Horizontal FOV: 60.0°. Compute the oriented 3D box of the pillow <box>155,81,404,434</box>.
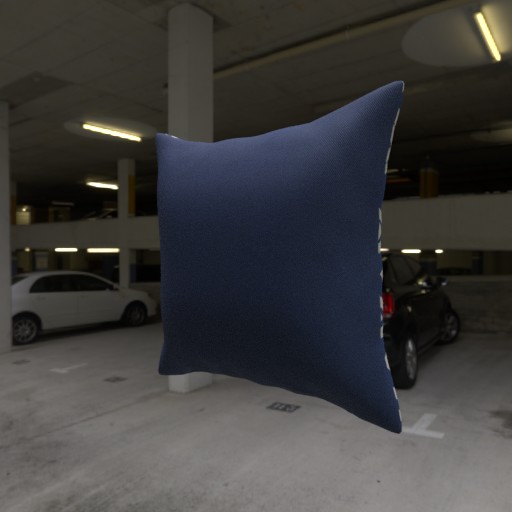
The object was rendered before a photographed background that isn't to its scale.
[{"bbox_3d":[0.000,0.000,0.764,0.504,0.494,0.188,1,1,36],"label":"pillow"}]
